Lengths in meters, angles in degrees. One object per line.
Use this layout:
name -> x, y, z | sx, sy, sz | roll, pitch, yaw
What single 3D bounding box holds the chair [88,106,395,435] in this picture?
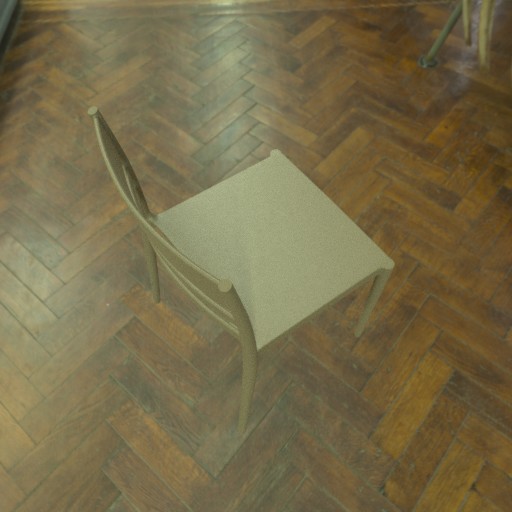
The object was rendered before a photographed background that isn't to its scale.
chair -> 0.000, 0.000, 1.118 | 0.511, 0.800, 0.531 | -31, 62, -18
